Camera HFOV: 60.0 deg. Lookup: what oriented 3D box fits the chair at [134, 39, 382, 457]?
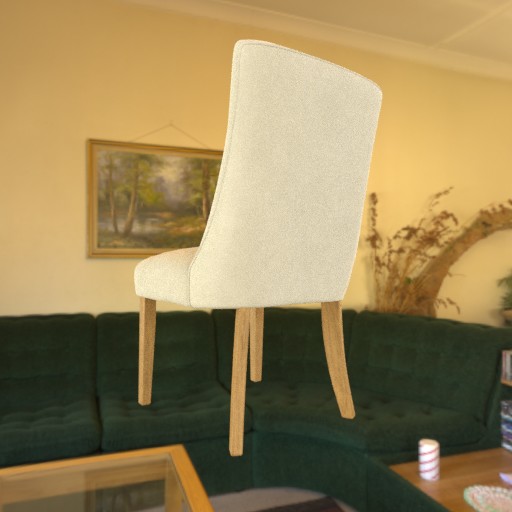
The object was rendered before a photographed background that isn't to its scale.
[{"bbox_3d":[0.000,0.000,1.249,0.495,0.902,0.610,0,-1,-37],"label":"chair"}]
